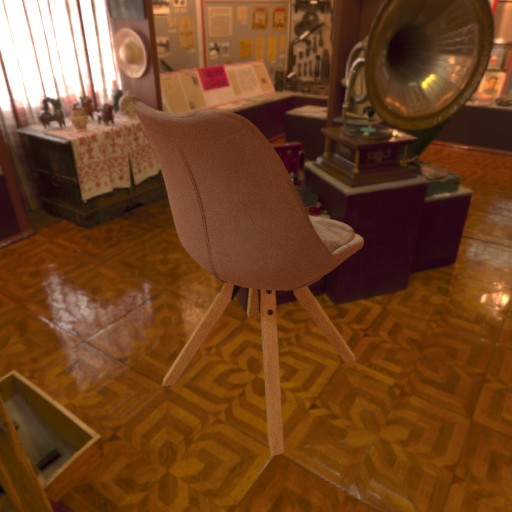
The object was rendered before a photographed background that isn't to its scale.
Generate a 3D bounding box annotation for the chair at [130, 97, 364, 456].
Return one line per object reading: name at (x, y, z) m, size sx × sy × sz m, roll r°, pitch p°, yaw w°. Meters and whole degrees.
chair at (0.000, 0.000, 1.178) m, size 0.485 × 0.850 × 0.550 m, roll 20°, pitch 35°, yaw 31°
